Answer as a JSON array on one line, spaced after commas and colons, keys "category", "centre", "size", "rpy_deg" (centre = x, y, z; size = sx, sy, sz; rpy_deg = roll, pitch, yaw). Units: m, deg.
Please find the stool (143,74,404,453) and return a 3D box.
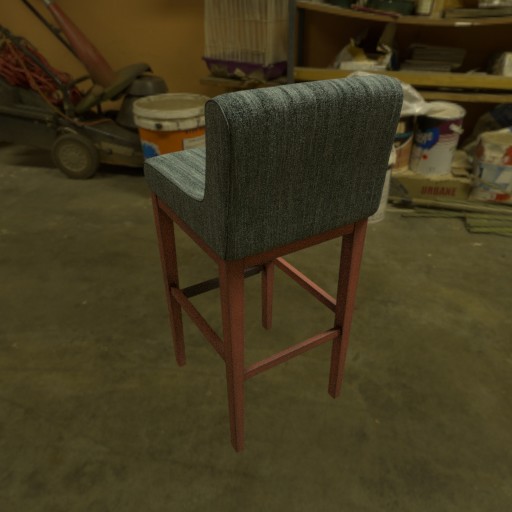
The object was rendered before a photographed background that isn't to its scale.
[{"category": "stool", "centre": [0.000, 0.000, 1.224], "size": [0.426, 0.965, 0.499], "rpy_deg": [-18, 36, -27]}]
